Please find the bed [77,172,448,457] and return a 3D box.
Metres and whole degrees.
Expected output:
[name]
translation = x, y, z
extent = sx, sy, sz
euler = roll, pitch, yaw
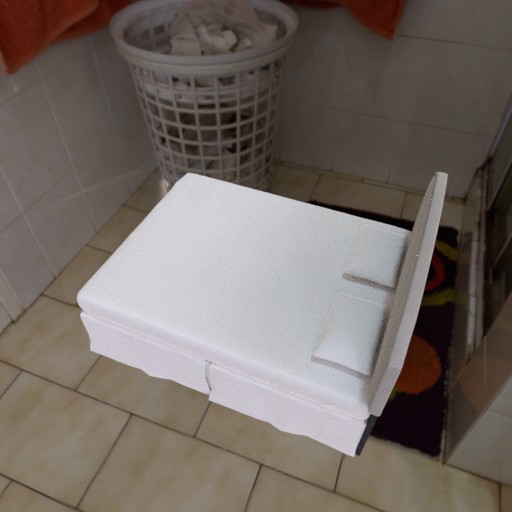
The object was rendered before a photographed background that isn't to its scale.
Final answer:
[bed]
translation = 0.000, 0.000, 2.947
extent = 1.999, 1.270, 1.558
euler = 17, 49, 16
